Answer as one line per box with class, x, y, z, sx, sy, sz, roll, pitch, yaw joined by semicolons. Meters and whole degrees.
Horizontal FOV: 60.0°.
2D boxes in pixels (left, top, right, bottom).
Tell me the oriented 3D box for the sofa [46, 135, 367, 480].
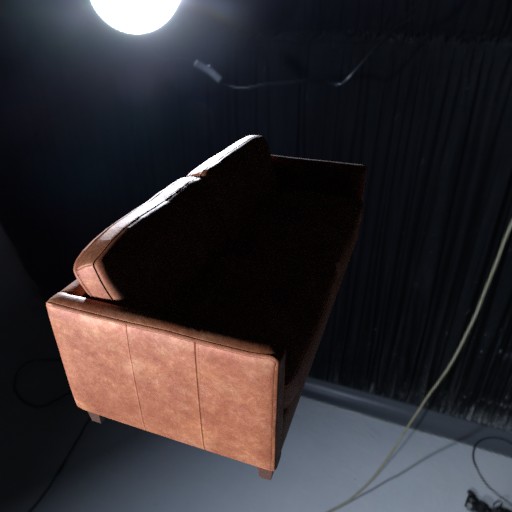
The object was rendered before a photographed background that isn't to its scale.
sofa;0.000;0.000;2.367;0.923;0.863;1.971;10;31;17
